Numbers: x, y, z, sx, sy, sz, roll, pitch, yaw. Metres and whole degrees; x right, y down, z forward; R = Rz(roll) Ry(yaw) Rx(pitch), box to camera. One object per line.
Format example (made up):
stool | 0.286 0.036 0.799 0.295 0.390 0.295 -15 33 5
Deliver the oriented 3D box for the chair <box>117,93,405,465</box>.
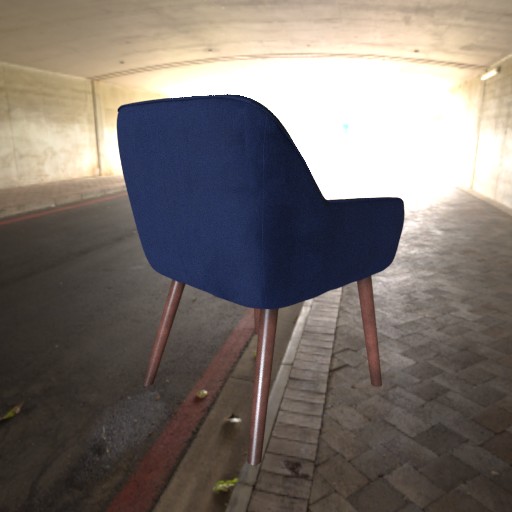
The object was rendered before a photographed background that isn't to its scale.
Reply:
chair | 0.000 0.000 1.263 0.600 0.820 0.600 -14 20 -42
